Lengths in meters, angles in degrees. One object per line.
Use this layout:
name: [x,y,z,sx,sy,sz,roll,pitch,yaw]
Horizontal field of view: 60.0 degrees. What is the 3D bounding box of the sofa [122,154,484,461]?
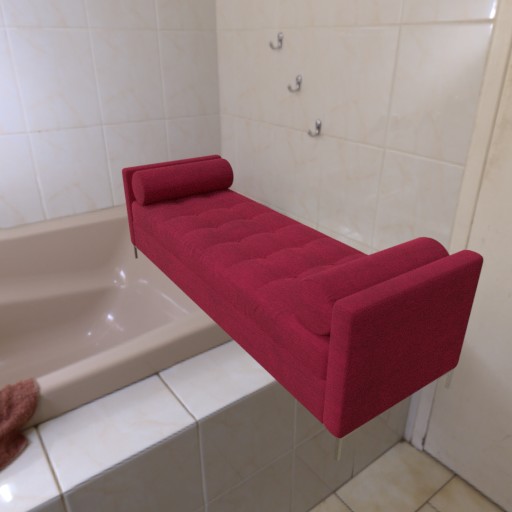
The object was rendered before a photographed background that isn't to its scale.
sofa: [0.000,0.000,2.308,0.686,0.635,1.981,-16,30,-30]
